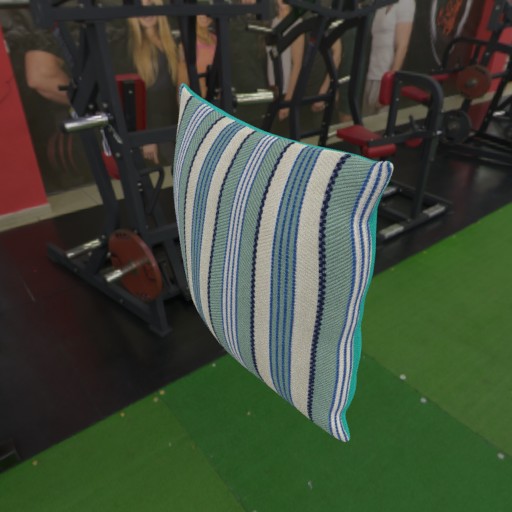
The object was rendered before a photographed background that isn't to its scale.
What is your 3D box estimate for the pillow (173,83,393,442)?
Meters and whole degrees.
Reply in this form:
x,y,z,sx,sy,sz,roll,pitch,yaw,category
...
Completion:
x,y,z,sx,sy,sz,roll,pitch,yaw,category
0.000,0.000,0.681,0.182,0.441,0.440,-21,38,-30,pillow
